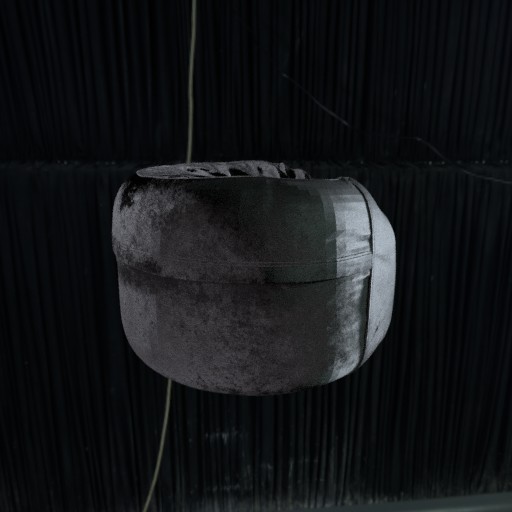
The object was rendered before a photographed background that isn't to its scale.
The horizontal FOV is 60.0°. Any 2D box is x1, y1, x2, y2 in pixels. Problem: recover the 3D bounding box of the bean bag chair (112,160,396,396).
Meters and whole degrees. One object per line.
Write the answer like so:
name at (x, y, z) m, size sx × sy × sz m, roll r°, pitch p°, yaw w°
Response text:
bean bag chair at (0.000, 0.000, 1.503) m, size 0.918 × 0.605 × 0.918 m, roll 0°, pitch 16°, yaw 0°
